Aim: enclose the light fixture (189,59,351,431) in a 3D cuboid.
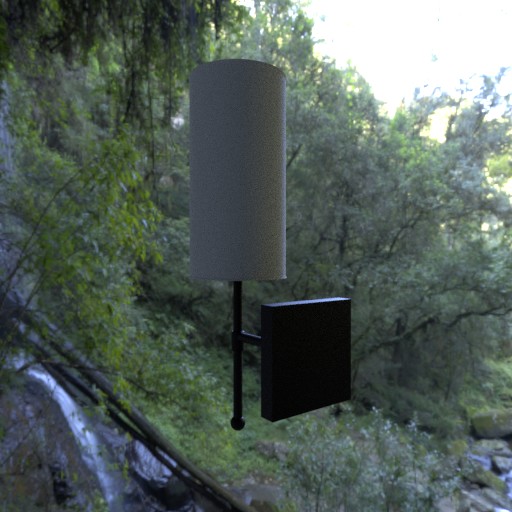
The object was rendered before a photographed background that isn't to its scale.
[{"bbox_3d":[0.000,0.000,0.552,0.128,0.462,0.208,0,1,-37],"label":"light fixture"}]
